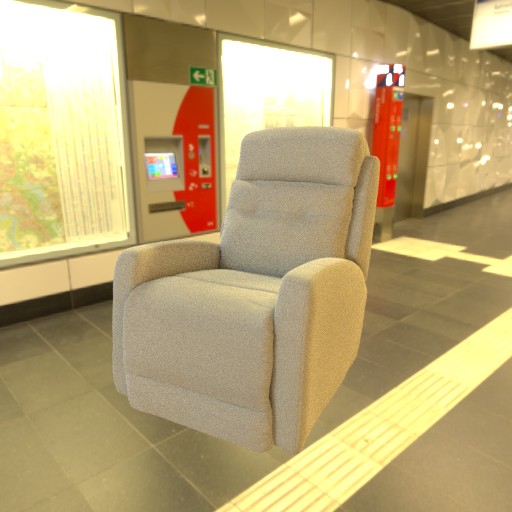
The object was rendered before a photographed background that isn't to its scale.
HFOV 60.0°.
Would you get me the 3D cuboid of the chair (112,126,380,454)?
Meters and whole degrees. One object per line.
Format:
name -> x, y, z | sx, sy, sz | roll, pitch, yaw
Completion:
chair -> 0.000, 0.000, 1.773 | 0.798, 1.013, 1.043 | 8, 17, 27
